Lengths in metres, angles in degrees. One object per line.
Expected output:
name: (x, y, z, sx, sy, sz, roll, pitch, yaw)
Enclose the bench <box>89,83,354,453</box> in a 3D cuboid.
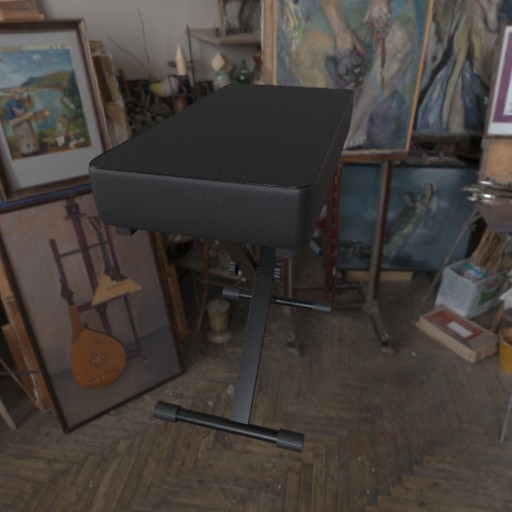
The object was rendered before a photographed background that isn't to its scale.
bench: (0.000, 0.000, 0.910, 0.300, 0.561, 0.600, 8, 32, 13)
